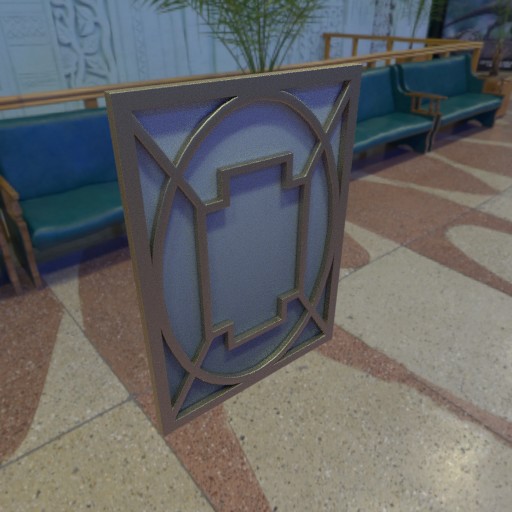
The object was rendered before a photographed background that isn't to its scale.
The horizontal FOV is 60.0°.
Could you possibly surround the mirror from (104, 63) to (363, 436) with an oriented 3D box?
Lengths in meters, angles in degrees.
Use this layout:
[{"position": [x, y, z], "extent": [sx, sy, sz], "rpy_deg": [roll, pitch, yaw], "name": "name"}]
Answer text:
[{"position": [0.000, 0.000, 1.341], "extent": [0.756, 1.023, 0.032], "rpy_deg": [-21, 36, -32], "name": "mirror"}]
